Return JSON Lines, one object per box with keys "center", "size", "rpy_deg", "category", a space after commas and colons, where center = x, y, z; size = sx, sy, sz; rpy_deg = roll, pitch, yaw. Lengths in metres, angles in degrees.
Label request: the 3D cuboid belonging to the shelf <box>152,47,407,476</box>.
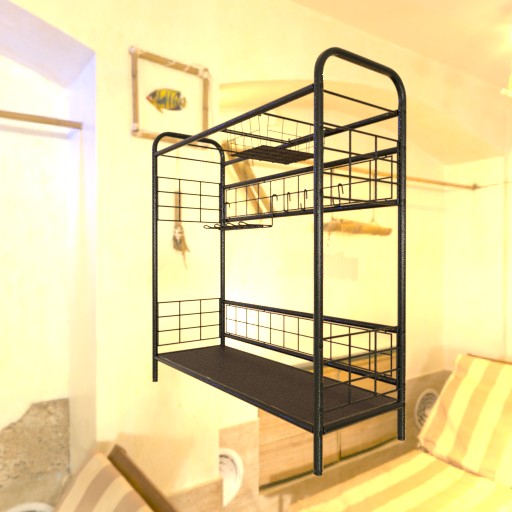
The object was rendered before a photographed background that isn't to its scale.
{"center": [0.000, 0.000, 1.522], "size": [0.350, 1.026, 0.961], "rpy_deg": [0, 1, -37], "category": "shelf"}
